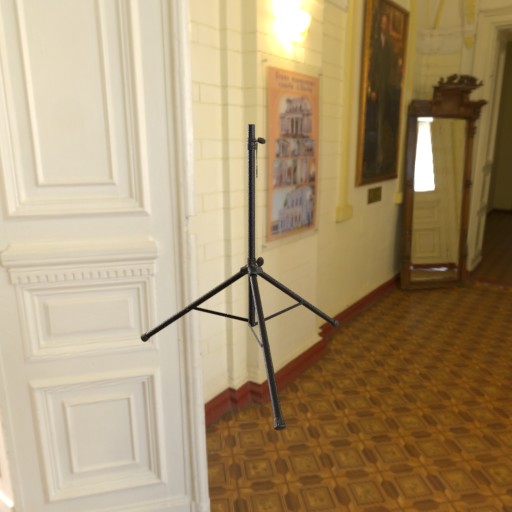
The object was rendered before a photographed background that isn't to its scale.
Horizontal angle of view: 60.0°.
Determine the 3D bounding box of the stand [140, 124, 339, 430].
[{"bbox_3d":[0.000,0.000,2.764,1.596,1.595,1.339,-2,14,-9],"label":"stand"}]
